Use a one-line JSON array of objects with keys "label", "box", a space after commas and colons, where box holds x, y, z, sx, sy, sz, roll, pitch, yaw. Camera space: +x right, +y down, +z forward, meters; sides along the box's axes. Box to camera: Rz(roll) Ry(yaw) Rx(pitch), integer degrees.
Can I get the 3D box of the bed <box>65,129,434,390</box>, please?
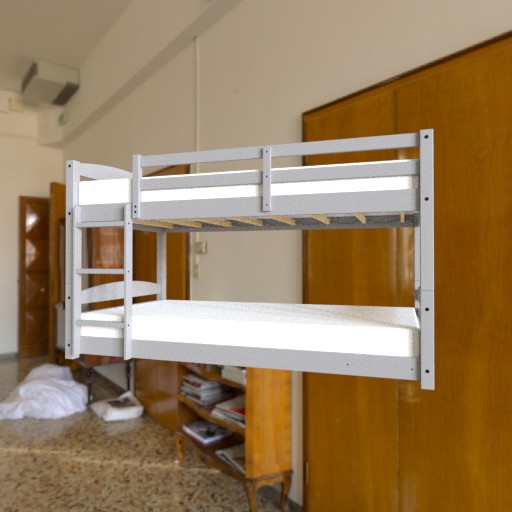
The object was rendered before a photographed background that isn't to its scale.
[{"label": "bed", "box": [0.000, 0.000, 2.782, 2.013, 1.206, 1.105, 0, -1, 18]}]
